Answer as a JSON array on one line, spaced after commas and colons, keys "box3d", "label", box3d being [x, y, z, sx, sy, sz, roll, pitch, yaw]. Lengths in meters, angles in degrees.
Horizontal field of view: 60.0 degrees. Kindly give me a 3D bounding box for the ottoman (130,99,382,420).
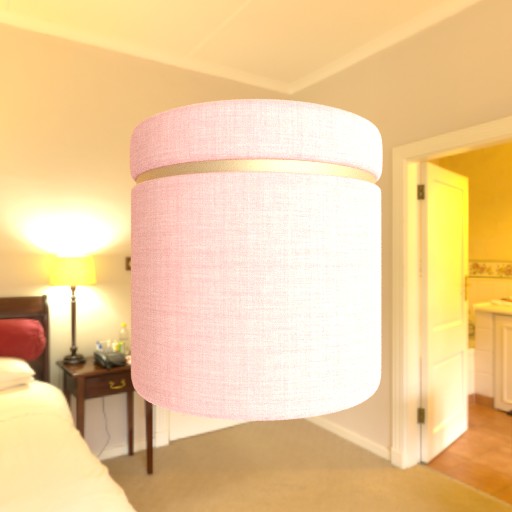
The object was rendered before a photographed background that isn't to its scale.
[{"box3d": [0.000, 0.000, 0.729, 0.400, 0.406, 0.400, 0, 0, 0], "label": "ottoman"}]
